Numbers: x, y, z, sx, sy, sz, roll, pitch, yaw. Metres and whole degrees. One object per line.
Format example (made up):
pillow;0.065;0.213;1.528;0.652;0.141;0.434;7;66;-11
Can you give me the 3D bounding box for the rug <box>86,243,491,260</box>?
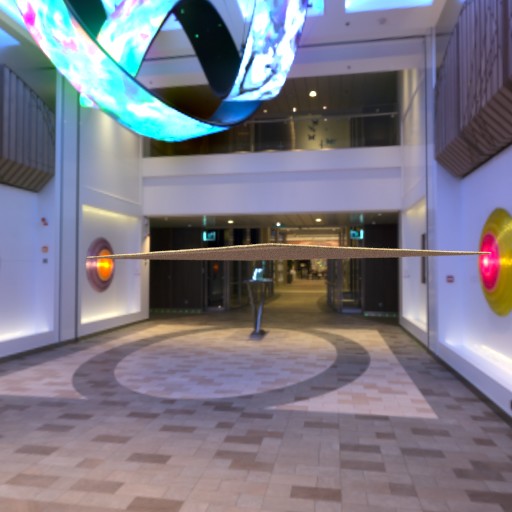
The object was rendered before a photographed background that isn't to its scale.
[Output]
rug;0.000;0.000;2.355;1.250;0.015;1.850;1;-2;-36
